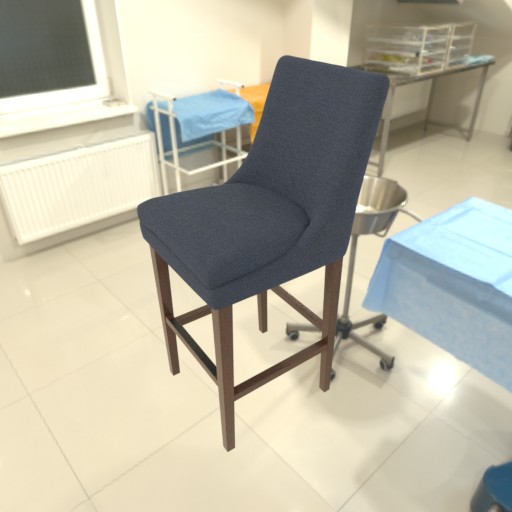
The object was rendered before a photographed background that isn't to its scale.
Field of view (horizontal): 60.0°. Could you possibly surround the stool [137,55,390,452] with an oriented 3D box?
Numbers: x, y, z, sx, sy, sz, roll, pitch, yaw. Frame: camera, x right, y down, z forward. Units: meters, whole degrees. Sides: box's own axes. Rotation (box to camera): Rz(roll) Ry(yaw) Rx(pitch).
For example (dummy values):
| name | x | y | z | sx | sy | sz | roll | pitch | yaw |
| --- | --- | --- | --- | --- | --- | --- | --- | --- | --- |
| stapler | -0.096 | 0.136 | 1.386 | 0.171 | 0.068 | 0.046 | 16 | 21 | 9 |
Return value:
| name | x | y | z | sx | sy | sz | roll | pitch | yaw |
| --- | --- | --- | --- | --- | --- | --- | --- | --- | --- |
| stool | 0.000 | 0.000 | 1.390 | 0.577 | 1.078 | 0.470 | -20 | 38 | -29 |
